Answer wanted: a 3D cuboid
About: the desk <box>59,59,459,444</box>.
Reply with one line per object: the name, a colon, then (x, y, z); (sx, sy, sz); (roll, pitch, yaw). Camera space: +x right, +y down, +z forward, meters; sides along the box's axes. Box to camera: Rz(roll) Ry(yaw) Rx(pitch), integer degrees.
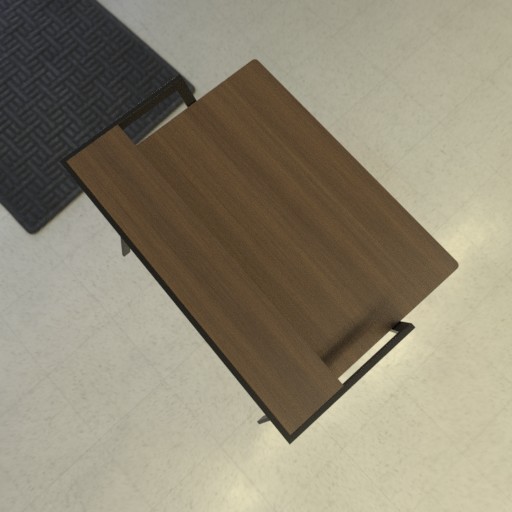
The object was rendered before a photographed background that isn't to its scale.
desk: (0.000, 0.000, 1.893); (0.936, 0.998, 1.143); (-40, 79, -9)
